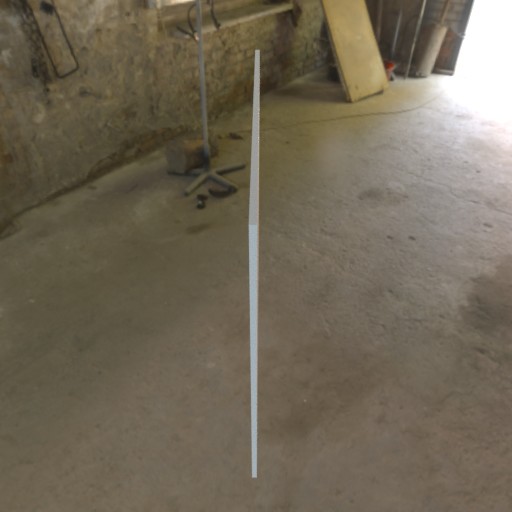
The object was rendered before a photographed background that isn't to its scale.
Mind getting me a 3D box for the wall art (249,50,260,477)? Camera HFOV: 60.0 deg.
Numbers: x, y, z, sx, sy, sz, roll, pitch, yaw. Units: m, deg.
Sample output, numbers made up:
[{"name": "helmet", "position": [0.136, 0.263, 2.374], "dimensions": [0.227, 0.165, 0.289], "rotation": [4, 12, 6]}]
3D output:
[{"name": "wall art", "position": [0.000, 0.000, 1.185], "dimensions": [0.012, 0.809, 0.809], "rotation": [0, 41, 0]}]
